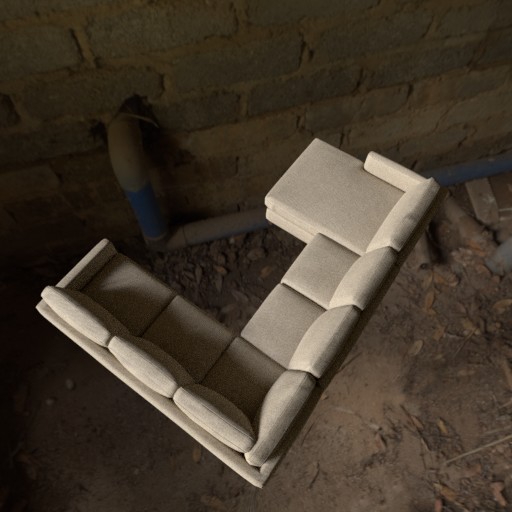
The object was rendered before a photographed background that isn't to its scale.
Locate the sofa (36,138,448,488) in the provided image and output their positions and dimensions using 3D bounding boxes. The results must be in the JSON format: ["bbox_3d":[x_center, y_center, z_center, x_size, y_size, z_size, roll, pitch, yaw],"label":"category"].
[{"bbox_3d":[0.000,0.000,4.580,2.593,0.959,3.460,32,67,15],"label":"sofa"}]
